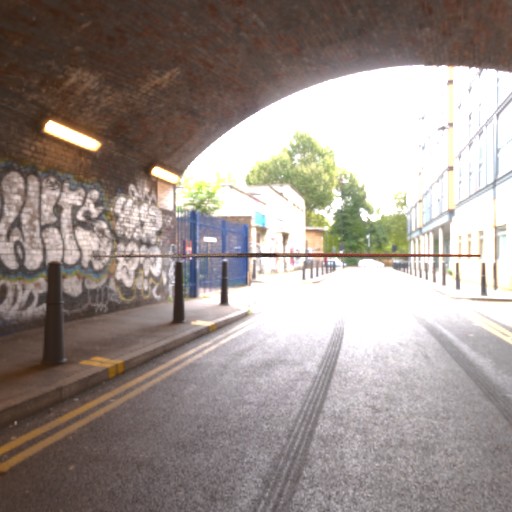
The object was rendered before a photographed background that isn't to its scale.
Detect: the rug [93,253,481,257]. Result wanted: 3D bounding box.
[{"bbox_3d":[0.000,0.000,2.991,1.530,0.017,2.446,0,0,-36],"label":"rug"}]
